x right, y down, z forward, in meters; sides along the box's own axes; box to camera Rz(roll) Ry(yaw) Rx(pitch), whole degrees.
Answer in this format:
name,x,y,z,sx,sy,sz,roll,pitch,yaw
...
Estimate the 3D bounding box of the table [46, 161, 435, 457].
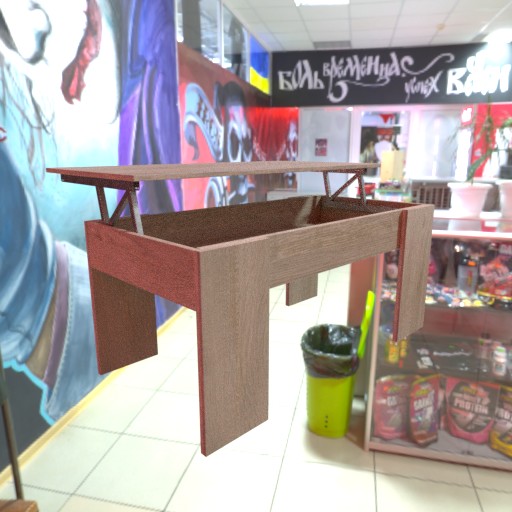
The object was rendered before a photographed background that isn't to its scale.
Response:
name,x,y,z,sx,sy,sz,roll,pitch,yaw
table,0.000,0.000,1.437,1.000,0.570,0.711,-13,19,-43
